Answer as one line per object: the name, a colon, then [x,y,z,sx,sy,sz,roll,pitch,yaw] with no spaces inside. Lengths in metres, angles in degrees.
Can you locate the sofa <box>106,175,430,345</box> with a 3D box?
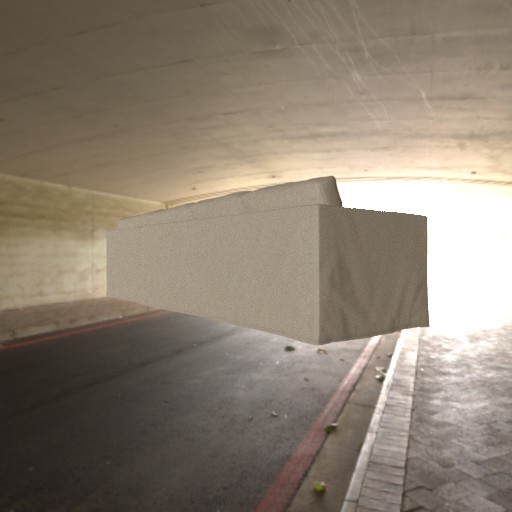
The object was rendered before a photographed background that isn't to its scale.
sofa: [0.000,0.000,3.874,1.622,0.871,3.206,0,0,-36]
